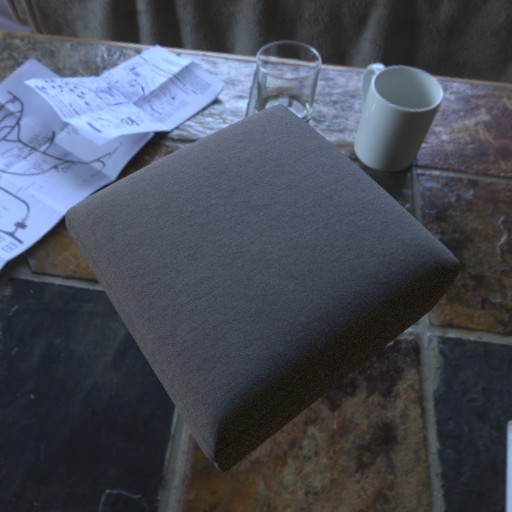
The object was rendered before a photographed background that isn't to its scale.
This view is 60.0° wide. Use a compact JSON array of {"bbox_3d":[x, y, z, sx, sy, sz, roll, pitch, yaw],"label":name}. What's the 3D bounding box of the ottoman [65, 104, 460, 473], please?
[{"bbox_3d":[0.000,0.000,1.644,1.041,0.470,1.041,-32,63,-18],"label":"ottoman"}]
